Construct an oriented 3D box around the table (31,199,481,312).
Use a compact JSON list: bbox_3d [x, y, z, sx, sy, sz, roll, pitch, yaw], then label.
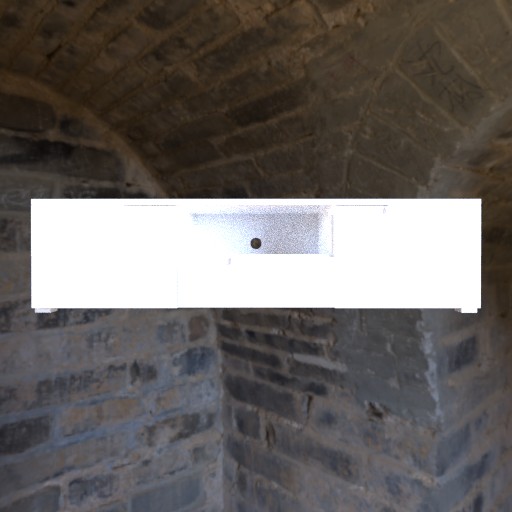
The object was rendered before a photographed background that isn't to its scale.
[{"bbox_3d":[0.000,0.000,1.821,1.650,0.420,0.390,0,0,0],"label":"table"}]
